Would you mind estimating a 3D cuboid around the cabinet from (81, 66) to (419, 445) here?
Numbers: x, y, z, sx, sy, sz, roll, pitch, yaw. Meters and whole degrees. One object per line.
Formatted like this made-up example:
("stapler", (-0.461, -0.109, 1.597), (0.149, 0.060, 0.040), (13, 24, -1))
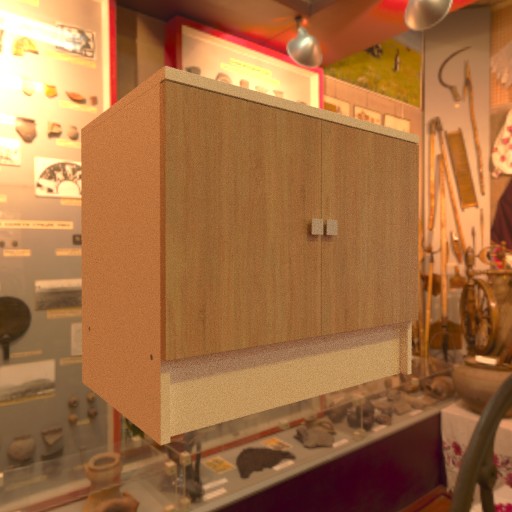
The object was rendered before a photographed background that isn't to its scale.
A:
("cabinet", (0.000, 0.000, 0.935), (0.600, 0.522, 0.400), (0, 1, -37))
